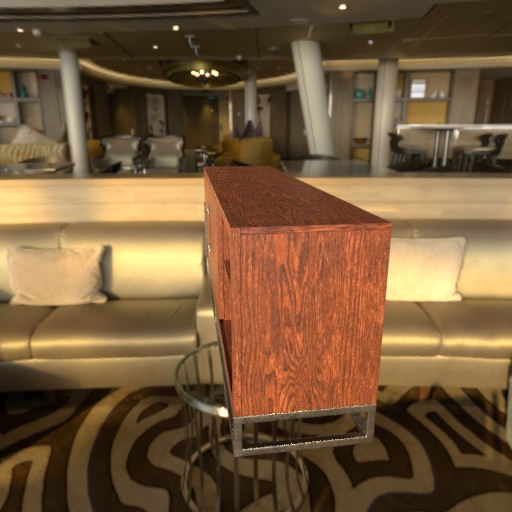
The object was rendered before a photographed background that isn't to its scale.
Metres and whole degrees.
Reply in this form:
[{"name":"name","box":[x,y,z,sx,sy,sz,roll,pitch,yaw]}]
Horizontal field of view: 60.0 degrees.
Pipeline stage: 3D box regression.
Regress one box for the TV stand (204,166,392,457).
[{"name":"TV stand","box":[0.000,0.000,1.767,0.382,0.578,1.541,-2,16,-8]}]
